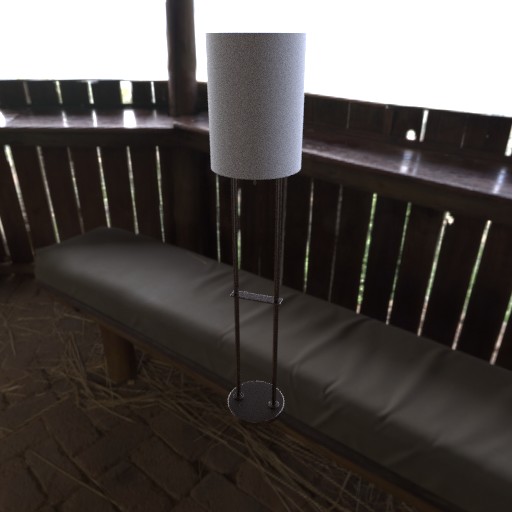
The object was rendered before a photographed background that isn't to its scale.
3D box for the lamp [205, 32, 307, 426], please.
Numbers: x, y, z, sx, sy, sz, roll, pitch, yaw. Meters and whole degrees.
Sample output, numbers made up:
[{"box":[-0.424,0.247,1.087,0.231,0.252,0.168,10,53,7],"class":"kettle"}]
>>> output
[{"box":[0.000,0.000,1.667,0.306,1.500,0.305,8,28,17],"class":"lamp"}]
